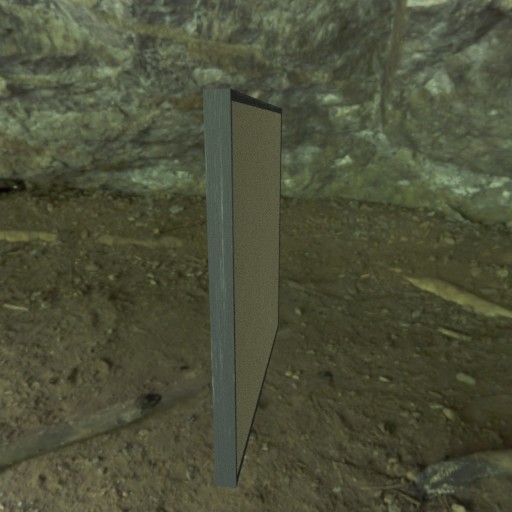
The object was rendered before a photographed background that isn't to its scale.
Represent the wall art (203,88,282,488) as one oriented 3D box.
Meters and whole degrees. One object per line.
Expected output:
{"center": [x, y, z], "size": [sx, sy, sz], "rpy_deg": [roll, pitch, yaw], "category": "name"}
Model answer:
{"center": [0.000, 0.000, 1.155], "size": [0.043, 0.758, 0.762], "rpy_deg": [3, 16, 9], "category": "wall art"}
